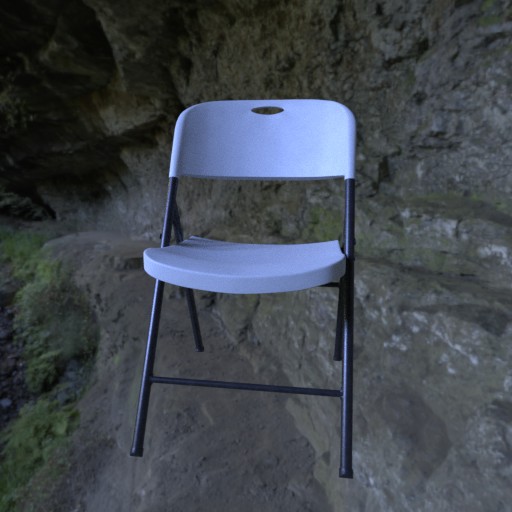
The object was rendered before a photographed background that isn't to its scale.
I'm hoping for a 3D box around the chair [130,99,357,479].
[{"bbox_3d":[0.000,0.000,1.131,0.494,0.810,0.566,2,14,8],"label":"chair"}]
